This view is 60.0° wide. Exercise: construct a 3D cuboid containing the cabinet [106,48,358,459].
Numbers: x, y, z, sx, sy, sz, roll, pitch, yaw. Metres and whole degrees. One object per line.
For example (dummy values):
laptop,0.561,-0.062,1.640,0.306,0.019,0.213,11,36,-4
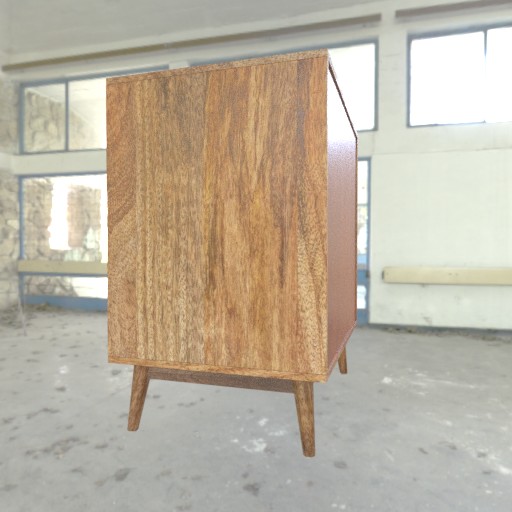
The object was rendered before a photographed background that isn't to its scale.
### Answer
cabinet,0.000,0.000,1.178,0.473,0.758,0.647,0,1,18
